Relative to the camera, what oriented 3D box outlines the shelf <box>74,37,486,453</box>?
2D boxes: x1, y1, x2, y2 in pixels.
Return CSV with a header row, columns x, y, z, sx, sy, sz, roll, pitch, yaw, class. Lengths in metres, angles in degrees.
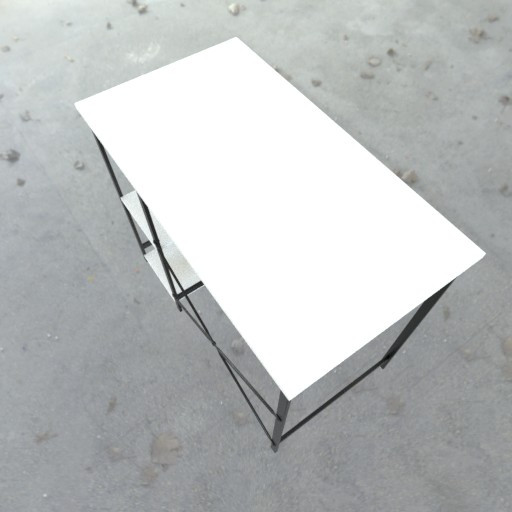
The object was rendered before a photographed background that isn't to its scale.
x,y,z,sx,sy,sz,roll,pitch,yaw,class
0.000,0.000,1.329,0.498,0.750,0.902,-31,63,-18,shelf
